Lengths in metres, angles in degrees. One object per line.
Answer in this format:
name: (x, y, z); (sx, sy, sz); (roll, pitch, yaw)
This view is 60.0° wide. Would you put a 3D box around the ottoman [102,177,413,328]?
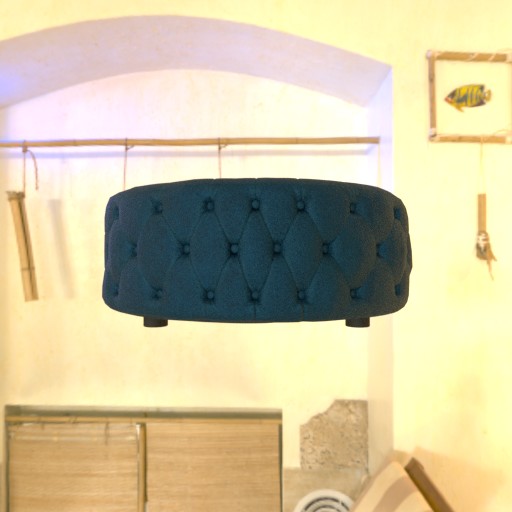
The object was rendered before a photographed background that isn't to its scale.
ottoman: (0.000, 0.000, 1.524); (0.998, 0.398, 0.998); (0, -1, 0)
